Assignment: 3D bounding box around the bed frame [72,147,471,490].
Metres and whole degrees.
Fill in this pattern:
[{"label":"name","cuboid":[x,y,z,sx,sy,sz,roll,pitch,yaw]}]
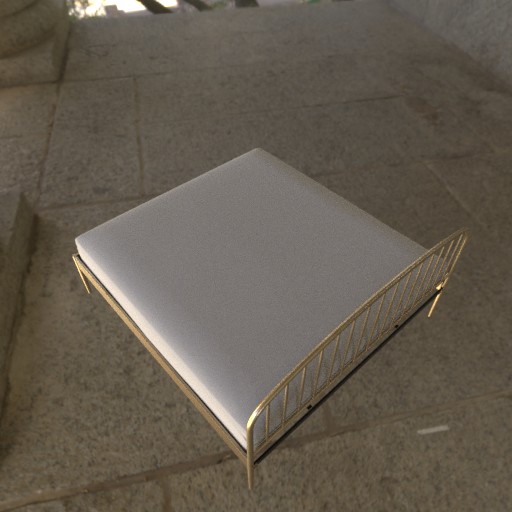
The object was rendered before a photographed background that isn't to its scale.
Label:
[{"label":"bed frame","cuboid":[0.000,0.000,3.353,2.016,1.174,2.152,-33,54,-28]}]
